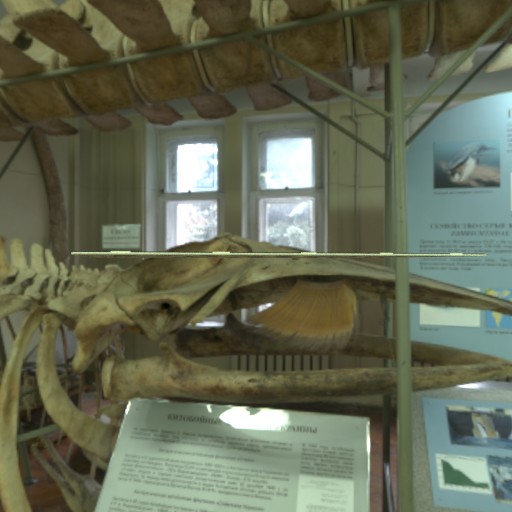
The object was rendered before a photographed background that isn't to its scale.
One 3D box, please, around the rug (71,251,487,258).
[{"bbox_3d":[0.000,0.000,4.210,3.049,0.021,2.466,0,-1,-18],"label":"rug"}]
